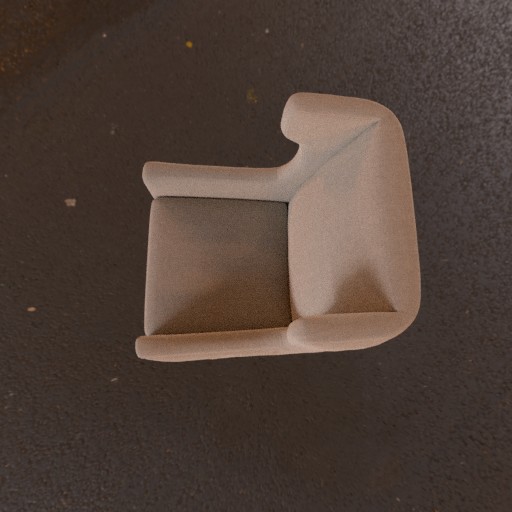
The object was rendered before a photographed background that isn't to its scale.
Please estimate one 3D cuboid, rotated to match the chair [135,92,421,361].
[{"bbox_3d":[0.000,0.000,1.699,0.899,1.079,0.778,-1,77,0],"label":"chair"}]
